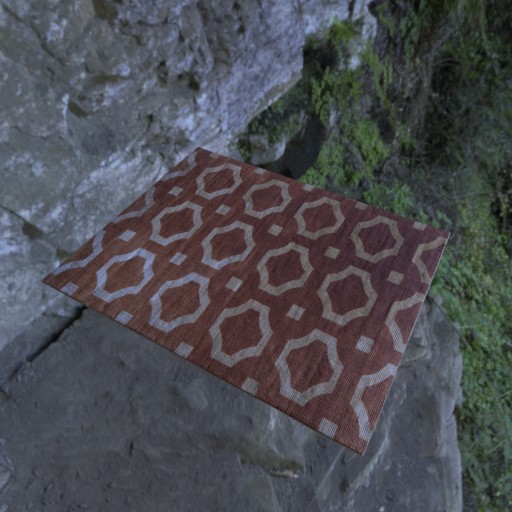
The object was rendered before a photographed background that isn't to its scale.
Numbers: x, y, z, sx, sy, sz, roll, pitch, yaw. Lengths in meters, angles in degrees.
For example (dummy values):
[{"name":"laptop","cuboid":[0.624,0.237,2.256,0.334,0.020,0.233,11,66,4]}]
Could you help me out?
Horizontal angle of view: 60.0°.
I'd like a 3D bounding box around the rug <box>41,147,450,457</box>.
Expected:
[{"name":"rug","cuboid":[0.000,0.000,4.191,3.049,0.021,2.466,23,51,20]}]
